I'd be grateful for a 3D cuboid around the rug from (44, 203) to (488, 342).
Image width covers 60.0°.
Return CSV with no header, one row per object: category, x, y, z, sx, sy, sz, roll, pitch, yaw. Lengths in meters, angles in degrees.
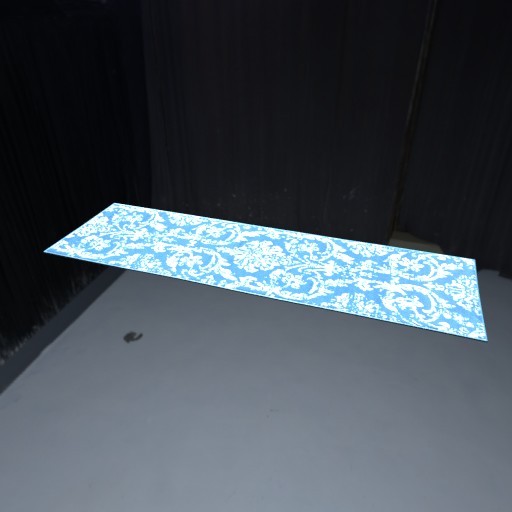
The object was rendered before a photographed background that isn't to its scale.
rug,0.000,0.000,2.352,2.196,0.011,0.662,10,33,16
